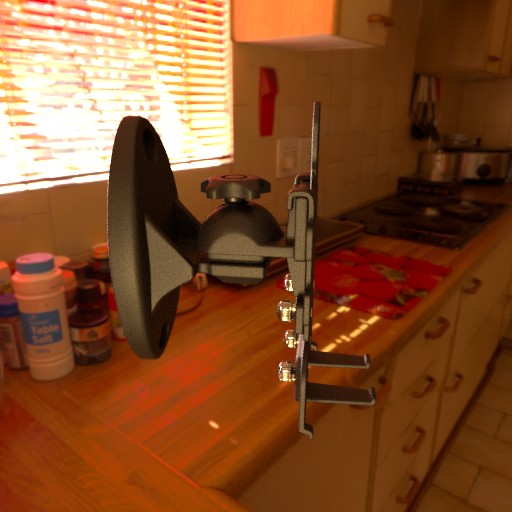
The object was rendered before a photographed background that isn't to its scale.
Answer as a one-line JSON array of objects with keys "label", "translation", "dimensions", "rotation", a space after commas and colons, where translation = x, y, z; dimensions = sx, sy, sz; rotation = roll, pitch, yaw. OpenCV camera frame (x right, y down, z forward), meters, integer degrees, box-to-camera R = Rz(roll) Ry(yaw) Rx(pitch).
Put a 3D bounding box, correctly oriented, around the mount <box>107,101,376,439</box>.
[{"label": "mount", "translation": [0.000, 0.000, 0.179], "dimensions": [0.100, 0.118, 0.066], "rotation": [3, 19, 8]}]
